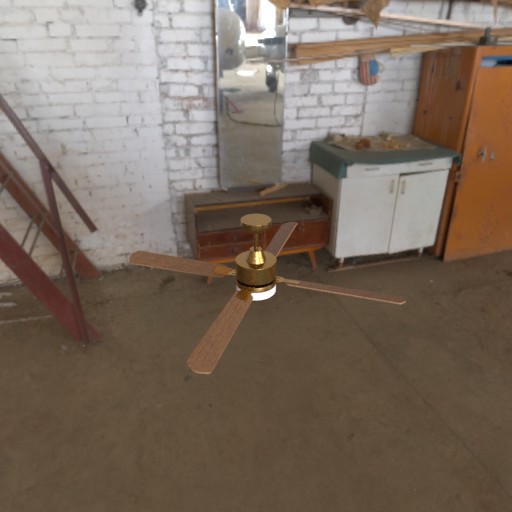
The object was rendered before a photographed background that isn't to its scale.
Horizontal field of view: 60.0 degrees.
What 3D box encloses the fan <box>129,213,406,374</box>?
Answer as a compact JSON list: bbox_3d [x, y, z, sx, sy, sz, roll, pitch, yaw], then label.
[{"bbox_3d":[0.000,0.000,1.991,1.320,0.355,1.320,9,29,16],"label":"fan"}]
